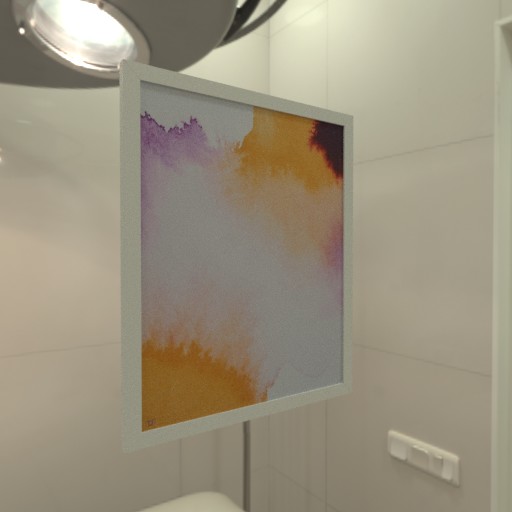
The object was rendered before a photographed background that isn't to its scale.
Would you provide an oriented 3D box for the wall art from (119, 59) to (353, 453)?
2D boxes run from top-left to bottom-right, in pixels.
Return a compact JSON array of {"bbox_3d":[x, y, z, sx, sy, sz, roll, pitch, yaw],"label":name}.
[{"bbox_3d":[0.000,0.000,0.627,0.382,0.456,0.013,-1,1,-35],"label":"wall art"}]
